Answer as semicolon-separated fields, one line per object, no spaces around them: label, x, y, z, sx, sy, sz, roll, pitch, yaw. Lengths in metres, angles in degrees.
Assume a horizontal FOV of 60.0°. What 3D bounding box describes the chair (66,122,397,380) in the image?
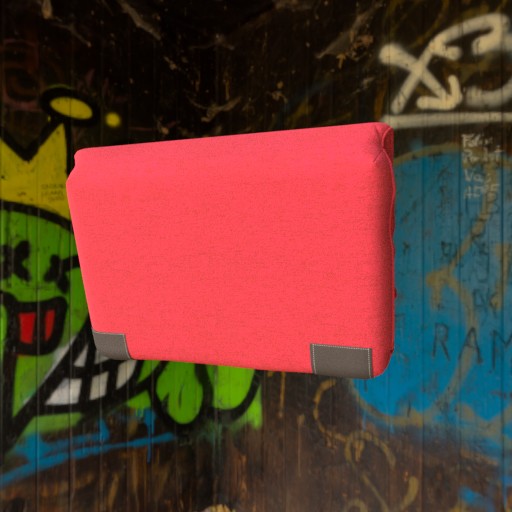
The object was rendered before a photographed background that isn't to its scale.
chair;0.000;0.000;1.350;0.820;0.580;0.780;0;0;18
